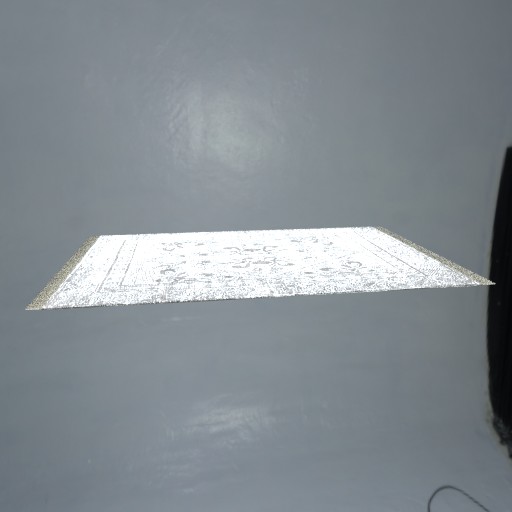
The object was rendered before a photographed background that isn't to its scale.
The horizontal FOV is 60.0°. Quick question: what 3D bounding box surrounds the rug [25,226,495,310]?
[{"bbox_3d":[0.000,0.000,2.984,2.440,0.010,1.529,-2,16,-8],"label":"rug"}]
